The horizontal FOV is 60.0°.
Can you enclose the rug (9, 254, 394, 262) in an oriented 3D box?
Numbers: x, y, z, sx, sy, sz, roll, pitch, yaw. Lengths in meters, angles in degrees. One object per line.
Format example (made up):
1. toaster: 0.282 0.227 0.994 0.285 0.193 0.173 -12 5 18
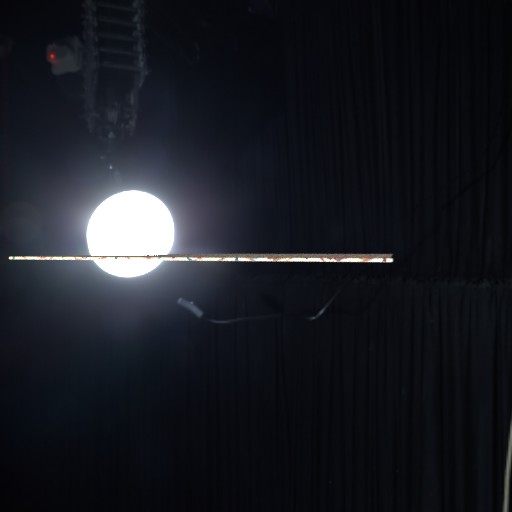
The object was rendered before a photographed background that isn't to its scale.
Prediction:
1. rug: 0.000 0.000 4.112 2.446 0.020 3.215 0 1 17
